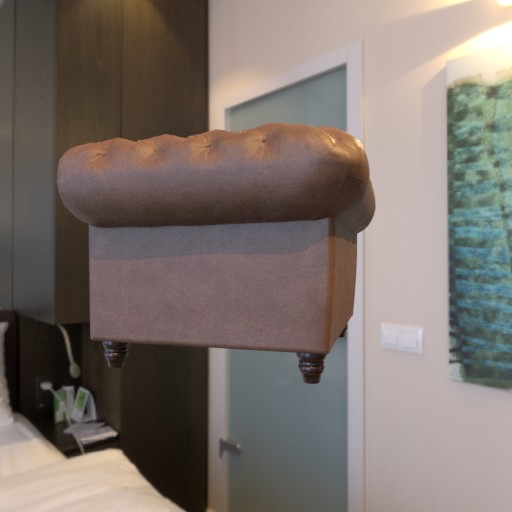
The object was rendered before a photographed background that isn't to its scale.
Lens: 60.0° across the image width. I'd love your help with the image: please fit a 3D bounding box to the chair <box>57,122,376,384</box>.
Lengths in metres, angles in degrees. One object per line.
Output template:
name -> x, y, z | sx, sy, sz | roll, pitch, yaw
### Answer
chair -> 0.000, 0.000, 1.852 | 0.954, 0.784, 1.298 | 0, 0, 16
